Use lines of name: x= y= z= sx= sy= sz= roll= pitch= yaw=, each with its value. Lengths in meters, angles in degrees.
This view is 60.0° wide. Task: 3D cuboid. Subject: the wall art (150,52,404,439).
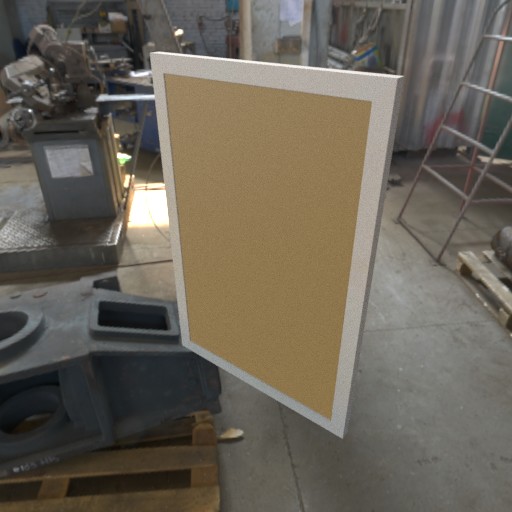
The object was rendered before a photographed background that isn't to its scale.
wall art: x=0.000 y=0.000 z=1.417 sx=0.764 sy=1.143 sz=0.038 roll=21 pitch=37 yaw=31
